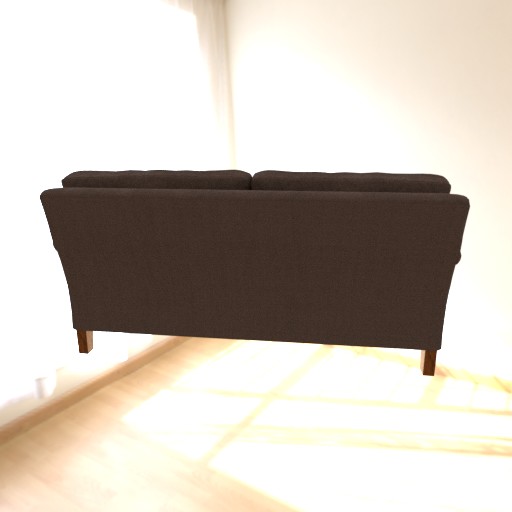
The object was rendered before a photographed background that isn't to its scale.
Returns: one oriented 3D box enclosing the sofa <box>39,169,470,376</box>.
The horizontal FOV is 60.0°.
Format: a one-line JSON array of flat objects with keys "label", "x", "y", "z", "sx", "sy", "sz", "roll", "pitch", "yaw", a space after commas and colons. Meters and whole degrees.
[{"label": "sofa", "x": 0.000, "y": 0.000, "z": 2.742, "sx": 2.165, "sy": 1.087, "sz": 1.086, "roll": 2, "pitch": 15, "yaw": 7}]
